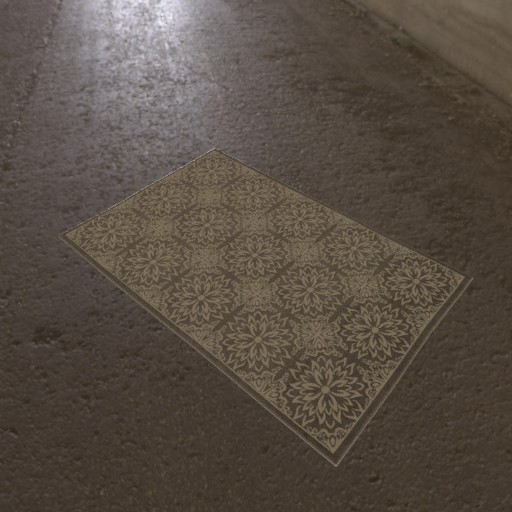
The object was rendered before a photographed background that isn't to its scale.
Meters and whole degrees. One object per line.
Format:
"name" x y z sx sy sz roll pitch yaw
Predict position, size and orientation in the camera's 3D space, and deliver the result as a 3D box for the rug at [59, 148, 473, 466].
"rug" 0.000 0.000 3.484 2.746 0.018 1.819 32 53 28
